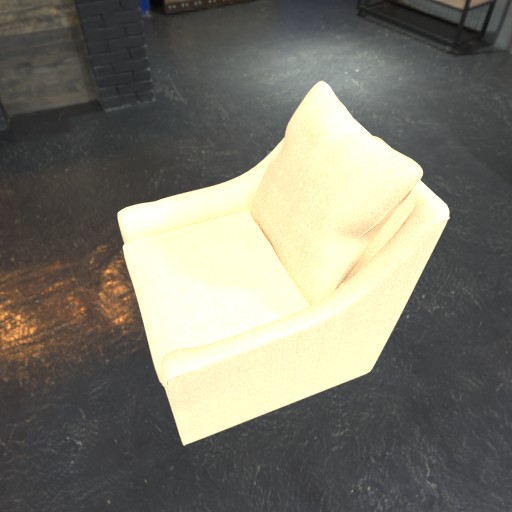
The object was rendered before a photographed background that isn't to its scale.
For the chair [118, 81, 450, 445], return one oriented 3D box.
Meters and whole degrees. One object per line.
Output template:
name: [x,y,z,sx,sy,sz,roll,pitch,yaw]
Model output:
chair: [0.000,0.000,1.580,0.876,0.927,0.760,-16,49,-15]
